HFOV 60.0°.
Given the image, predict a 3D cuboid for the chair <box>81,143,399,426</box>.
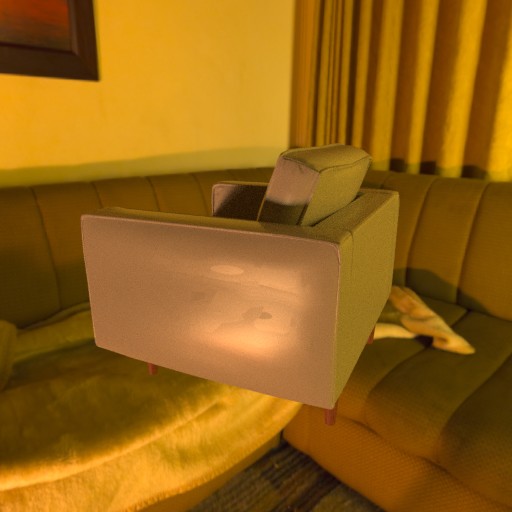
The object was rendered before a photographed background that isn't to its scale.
[{"bbox_3d":[0.000,0.000,1.577,0.843,0.773,0.928,8,18,24],"label":"chair"}]
